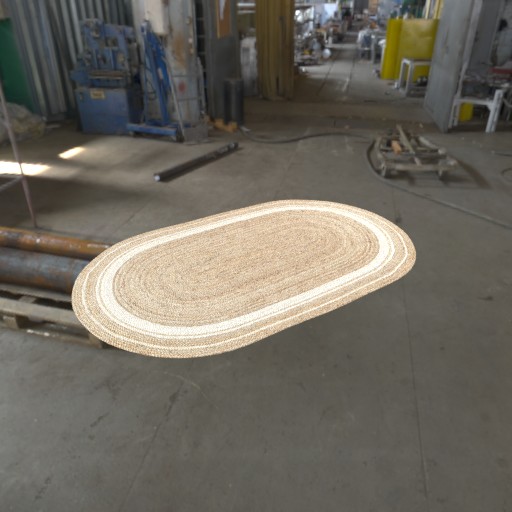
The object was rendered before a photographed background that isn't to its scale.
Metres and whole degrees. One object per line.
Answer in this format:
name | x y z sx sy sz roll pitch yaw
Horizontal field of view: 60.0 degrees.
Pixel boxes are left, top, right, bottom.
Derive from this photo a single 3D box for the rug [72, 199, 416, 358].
rug | 0.000 0.000 3.080 2.432 0.006 1.520 -18 34 -28
